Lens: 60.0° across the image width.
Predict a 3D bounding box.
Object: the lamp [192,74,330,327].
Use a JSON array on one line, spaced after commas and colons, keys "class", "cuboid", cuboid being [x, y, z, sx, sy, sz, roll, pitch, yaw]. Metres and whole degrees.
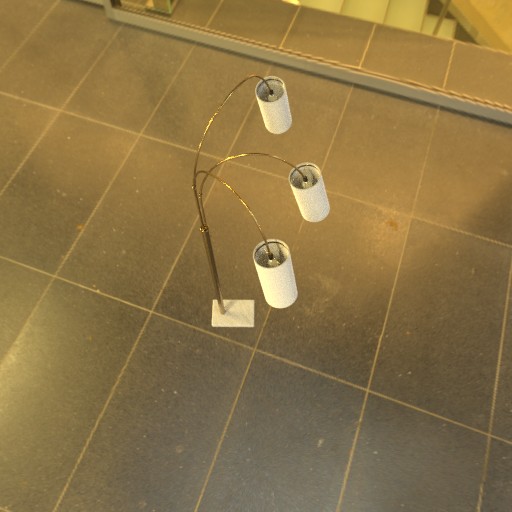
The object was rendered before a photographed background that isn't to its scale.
[{"class": "lamp", "cuboid": [0.000, 0.000, 2.503, 0.667, 2.055, 1.020, 0, 65, 0]}]
